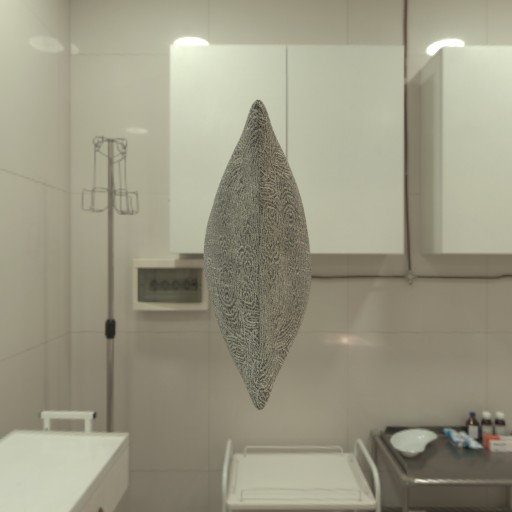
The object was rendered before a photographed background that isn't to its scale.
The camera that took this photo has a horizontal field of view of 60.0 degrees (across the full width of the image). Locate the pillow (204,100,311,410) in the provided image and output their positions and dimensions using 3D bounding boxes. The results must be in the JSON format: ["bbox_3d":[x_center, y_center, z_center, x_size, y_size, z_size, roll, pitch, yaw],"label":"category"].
[{"bbox_3d":[0.000,0.000,0.720,0.151,0.295,0.615,0,0,0],"label":"pillow"}]
